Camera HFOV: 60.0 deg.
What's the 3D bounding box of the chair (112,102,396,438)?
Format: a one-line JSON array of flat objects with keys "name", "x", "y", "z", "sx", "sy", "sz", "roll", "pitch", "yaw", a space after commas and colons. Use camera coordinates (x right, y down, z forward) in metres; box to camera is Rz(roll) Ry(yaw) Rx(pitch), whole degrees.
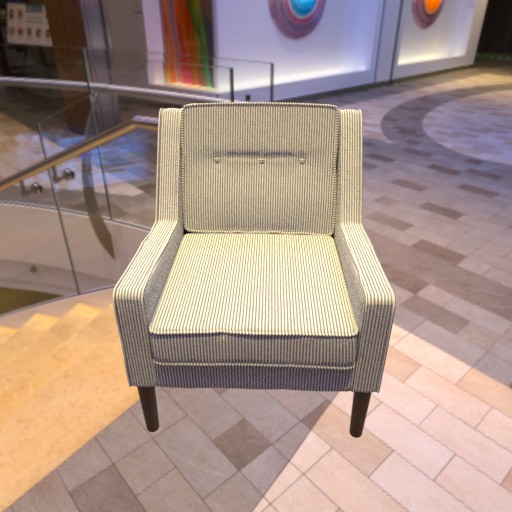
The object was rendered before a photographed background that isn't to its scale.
[{"name": "chair", "x": 0.000, "y": 0.000, "z": 1.338, "sx": 0.663, "sy": 0.792, "sz": 0.743, "roll": 1, "pitch": 30, "yaw": 2}]
